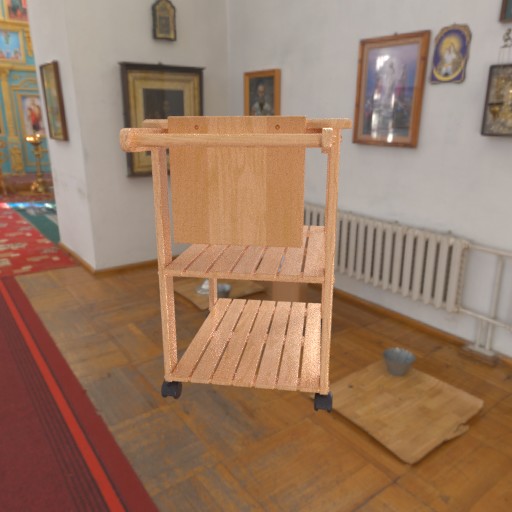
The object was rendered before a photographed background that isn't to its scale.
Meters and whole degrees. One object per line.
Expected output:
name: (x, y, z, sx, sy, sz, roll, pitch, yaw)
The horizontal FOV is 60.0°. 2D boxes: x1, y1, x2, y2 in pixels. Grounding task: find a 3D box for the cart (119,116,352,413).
cart: (0.000, 0.000, 1.381, 0.520, 0.816, 0.843, 2, 16, 8)
